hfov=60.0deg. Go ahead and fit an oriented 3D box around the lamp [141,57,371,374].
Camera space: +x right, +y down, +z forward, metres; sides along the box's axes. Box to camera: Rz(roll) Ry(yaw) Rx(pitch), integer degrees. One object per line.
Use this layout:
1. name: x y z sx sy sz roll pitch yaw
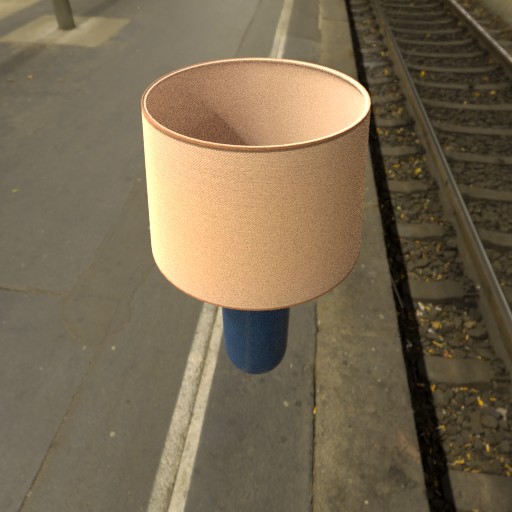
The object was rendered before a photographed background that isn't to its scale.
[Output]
1. lamp: 0.000 0.000 0.827 0.367 0.609 0.367 0 41 0
